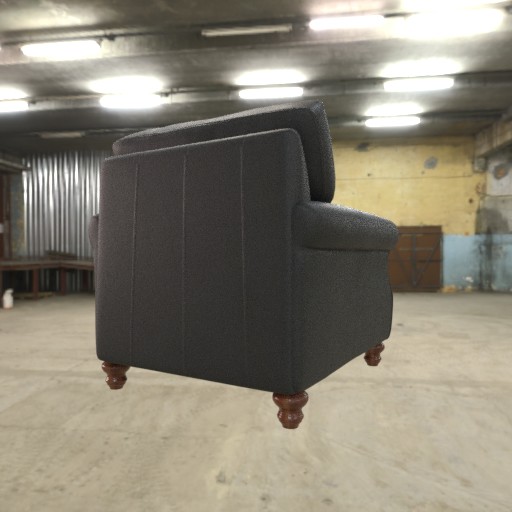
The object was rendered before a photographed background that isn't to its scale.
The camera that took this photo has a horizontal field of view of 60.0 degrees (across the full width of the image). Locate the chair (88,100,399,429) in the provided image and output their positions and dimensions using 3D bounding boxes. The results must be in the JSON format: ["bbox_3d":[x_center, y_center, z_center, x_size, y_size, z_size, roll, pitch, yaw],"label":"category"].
[{"bbox_3d":[0.000,0.000,1.783,1.015,0.960,1.027,0,0,36],"label":"chair"}]
